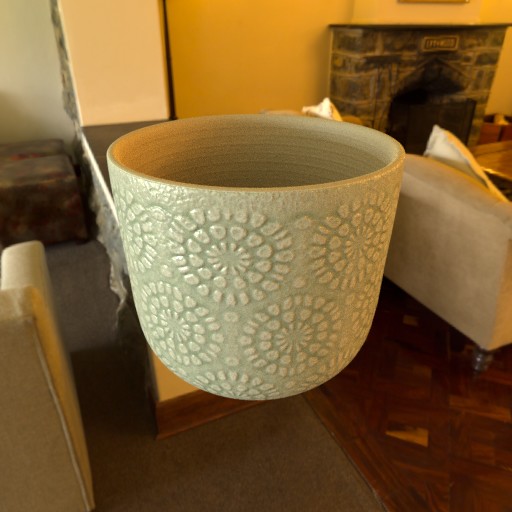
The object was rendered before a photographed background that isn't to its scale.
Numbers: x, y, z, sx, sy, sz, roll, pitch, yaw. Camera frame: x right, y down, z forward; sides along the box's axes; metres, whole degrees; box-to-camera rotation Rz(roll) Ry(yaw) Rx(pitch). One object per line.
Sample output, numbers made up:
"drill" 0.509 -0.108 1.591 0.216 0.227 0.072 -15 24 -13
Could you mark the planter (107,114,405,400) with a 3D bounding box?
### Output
"planter" 0.000 0.000 0.297 0.169 0.153 0.169 0 28 0
